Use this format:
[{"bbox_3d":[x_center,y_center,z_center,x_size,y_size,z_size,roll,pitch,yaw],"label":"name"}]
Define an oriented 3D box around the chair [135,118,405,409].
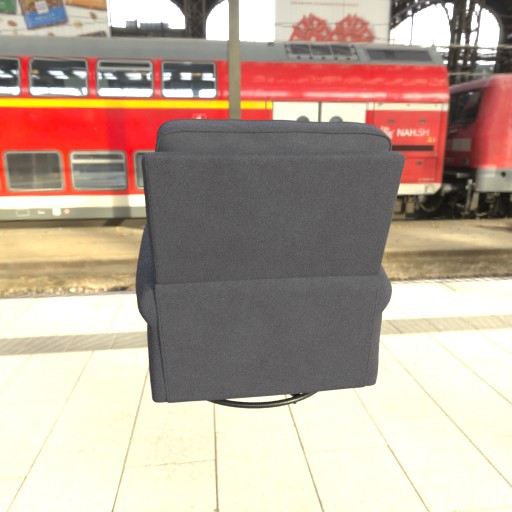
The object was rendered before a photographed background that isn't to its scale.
[{"bbox_3d":[0.000,0.000,1.681,0.890,0.961,0.878,-2,14,-8],"label":"chair"}]
